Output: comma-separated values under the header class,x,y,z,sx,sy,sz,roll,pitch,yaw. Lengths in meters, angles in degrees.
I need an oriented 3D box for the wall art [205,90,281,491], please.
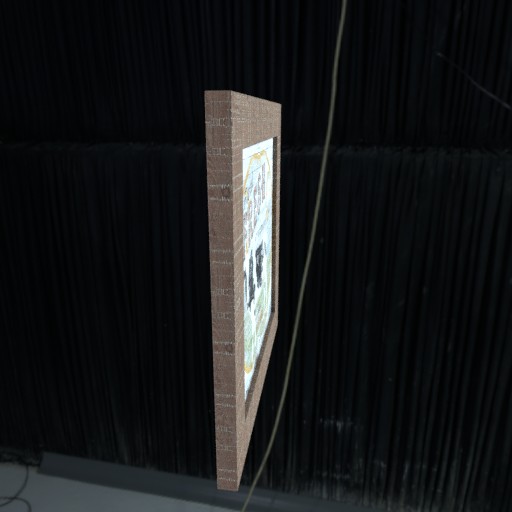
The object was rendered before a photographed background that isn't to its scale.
class,x,y,z,sx,sy,sz,roll,pitch,yaw
wall art,0.000,0.000,0.798,0.029,0.531,0.531,3,18,8
